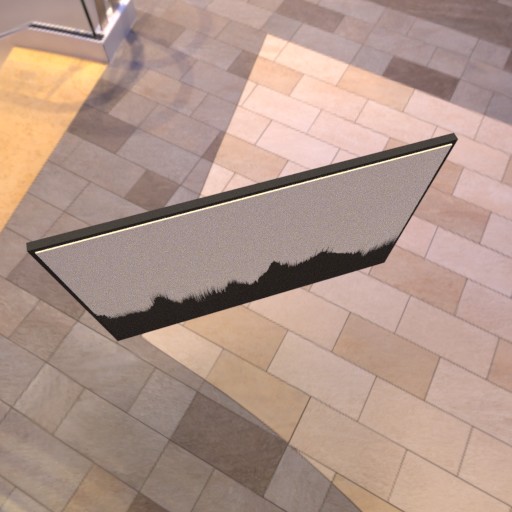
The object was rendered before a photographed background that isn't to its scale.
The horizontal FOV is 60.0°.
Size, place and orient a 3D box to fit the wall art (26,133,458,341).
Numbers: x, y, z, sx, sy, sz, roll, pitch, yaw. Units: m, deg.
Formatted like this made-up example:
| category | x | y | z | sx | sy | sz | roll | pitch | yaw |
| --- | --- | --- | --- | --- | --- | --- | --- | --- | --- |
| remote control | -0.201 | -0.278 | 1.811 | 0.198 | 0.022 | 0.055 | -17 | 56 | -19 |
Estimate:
| category | x | y | z | sx | sy | sz | roll | pitch | yaw |
| --- | --- | --- | --- | --- | --- | --- | --- | --- | --- |
| wall art | 0.000 | 0.000 | 1.535 | 1.190 | 0.805 | 0.028 | -16 | 64 | -8 |
